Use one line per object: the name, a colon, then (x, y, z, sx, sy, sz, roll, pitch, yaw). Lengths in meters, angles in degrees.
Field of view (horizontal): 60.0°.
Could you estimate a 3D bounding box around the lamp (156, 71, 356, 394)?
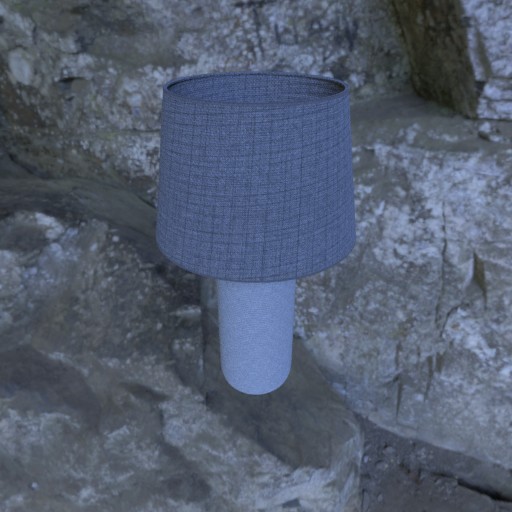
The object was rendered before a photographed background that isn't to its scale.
lamp: (0.000, 0.000, 0.587, 0.251, 0.429, 0.251, 0, 30, 0)
